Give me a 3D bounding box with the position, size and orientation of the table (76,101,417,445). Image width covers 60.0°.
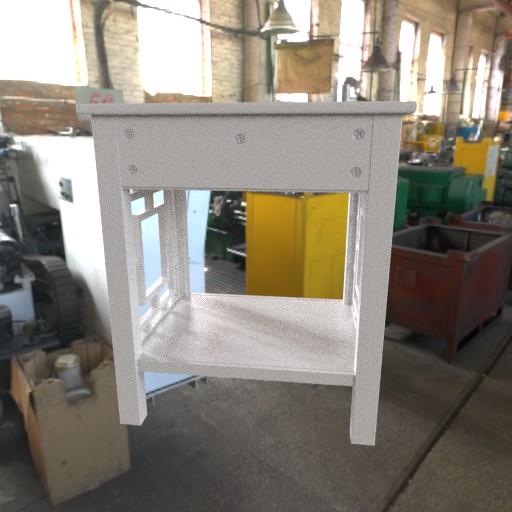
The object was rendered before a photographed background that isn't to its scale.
[{"bbox_3d":[0.000,0.000,1.025,0.564,0.646,0.451,2,16,7],"label":"table"}]
